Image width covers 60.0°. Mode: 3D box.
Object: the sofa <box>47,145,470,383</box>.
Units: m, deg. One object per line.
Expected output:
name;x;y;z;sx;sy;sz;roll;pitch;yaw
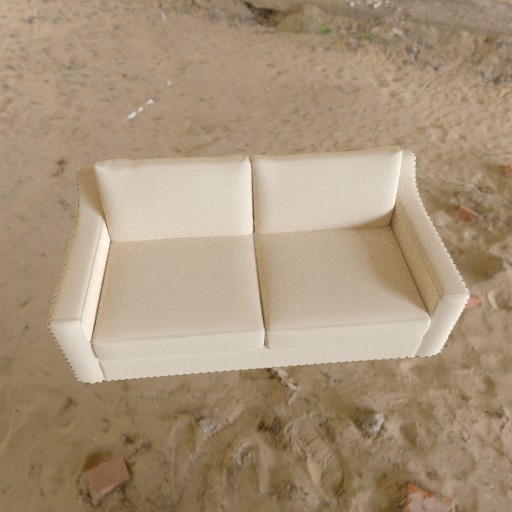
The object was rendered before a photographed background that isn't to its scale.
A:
sofa;0.000;0.000;2.256;1.812;0.830;0.949;-4;46;-3
